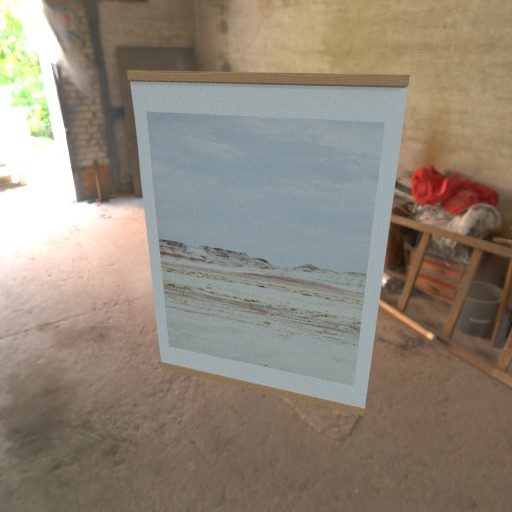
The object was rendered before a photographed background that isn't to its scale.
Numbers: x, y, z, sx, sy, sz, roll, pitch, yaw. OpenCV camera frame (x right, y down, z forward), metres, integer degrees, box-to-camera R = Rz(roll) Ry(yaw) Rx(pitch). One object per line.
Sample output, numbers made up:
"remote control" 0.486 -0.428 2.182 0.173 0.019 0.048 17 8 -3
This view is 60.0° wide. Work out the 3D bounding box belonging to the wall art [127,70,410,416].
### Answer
"wall art" 0.000 0.000 1.328 0.739 1.016 0.020 8 26 17
